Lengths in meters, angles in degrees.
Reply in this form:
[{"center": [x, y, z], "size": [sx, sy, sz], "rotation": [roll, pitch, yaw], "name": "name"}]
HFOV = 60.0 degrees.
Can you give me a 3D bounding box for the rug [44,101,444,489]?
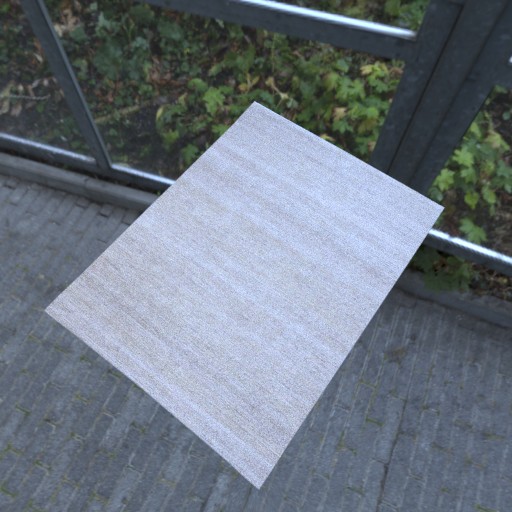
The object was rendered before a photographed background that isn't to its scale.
[{"center": [0.000, 0.000, 4.330], "size": [2.467, 0.046, 3.245], "rotation": [34, 69, 15], "name": "rug"}]
